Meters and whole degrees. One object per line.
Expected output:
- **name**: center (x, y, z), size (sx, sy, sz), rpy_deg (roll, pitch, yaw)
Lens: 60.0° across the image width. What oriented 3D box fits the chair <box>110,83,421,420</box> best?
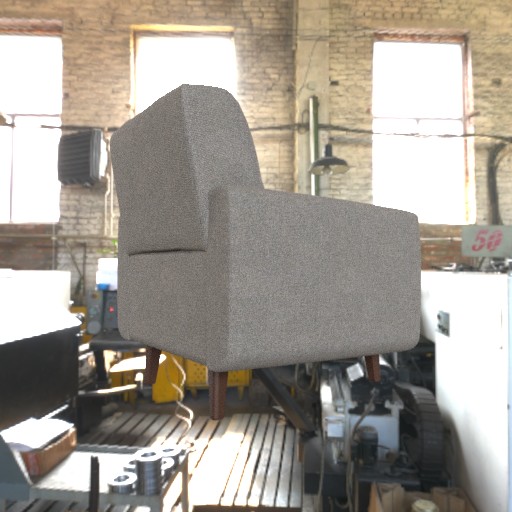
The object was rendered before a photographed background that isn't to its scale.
- **chair**: center (0.000, 0.000, 1.695), size (0.942, 0.968, 0.845), rpy_deg (1, -2, -37)
